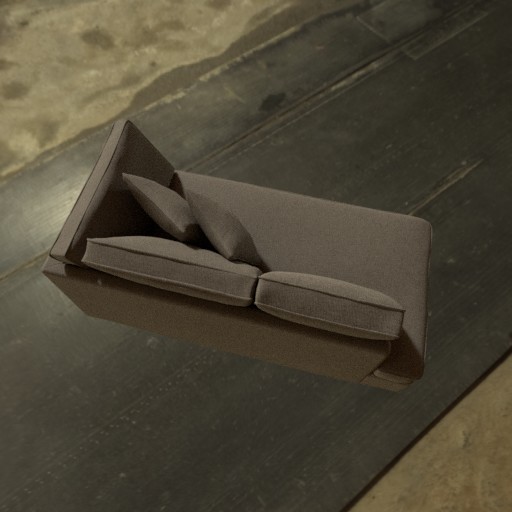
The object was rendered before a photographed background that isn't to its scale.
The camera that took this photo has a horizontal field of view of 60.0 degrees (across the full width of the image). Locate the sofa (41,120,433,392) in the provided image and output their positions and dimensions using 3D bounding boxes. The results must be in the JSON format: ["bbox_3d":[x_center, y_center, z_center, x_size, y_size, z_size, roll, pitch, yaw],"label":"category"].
[{"bbox_3d":[0.000,0.000,2.866,2.237,1.033,1.110,13,64,6],"label":"sofa"}]
